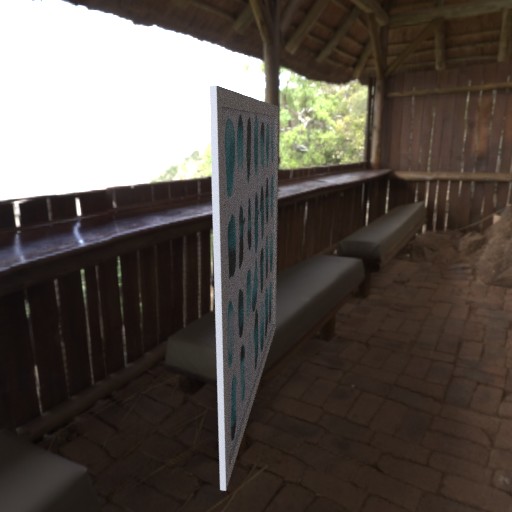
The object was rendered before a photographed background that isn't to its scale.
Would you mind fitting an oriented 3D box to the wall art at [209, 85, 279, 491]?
[{"bbox_3d":[0.000,0.000,0.838,0.009,0.559,0.558,3,16,10],"label":"wall art"}]
